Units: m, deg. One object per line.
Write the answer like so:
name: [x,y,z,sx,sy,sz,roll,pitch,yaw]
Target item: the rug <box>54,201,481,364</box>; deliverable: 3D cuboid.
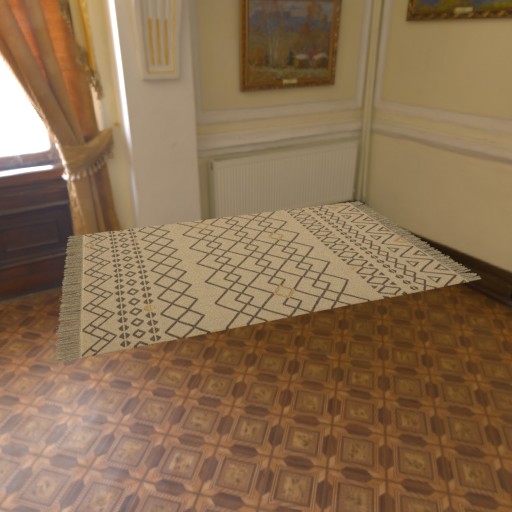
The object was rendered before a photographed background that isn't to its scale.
rug: [0.000,0.000,3.014,2.472,0.035,1.495,-9,28,-17]
